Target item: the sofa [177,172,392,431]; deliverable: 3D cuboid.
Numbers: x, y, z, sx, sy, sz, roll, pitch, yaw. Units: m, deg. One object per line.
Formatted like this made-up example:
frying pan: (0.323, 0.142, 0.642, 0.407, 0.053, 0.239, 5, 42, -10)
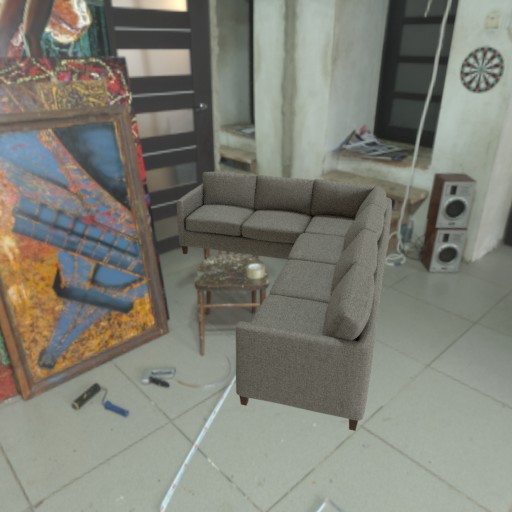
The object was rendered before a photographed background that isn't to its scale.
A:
sofa: (0.000, 0.000, 4.605, 2.593, 0.947, 3.302, 8, 26, 16)
